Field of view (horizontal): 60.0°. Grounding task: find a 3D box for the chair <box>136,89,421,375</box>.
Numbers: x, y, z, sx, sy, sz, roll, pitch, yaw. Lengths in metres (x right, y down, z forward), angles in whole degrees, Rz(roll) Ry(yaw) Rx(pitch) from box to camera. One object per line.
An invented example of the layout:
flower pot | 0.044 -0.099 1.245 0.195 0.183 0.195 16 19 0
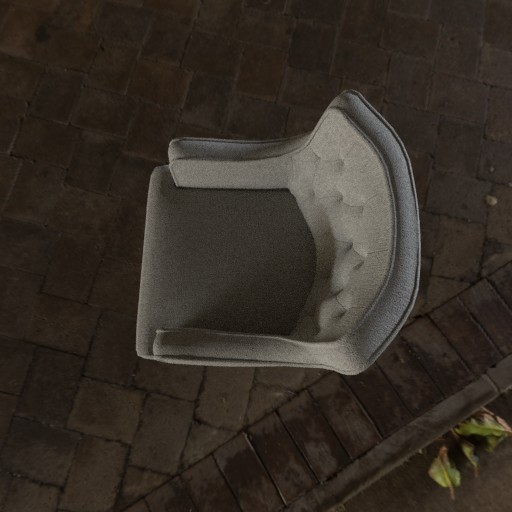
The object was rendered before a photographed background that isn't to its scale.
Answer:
chair | 0.000 0.000 1.622 0.910 0.920 0.820 1 76 0
